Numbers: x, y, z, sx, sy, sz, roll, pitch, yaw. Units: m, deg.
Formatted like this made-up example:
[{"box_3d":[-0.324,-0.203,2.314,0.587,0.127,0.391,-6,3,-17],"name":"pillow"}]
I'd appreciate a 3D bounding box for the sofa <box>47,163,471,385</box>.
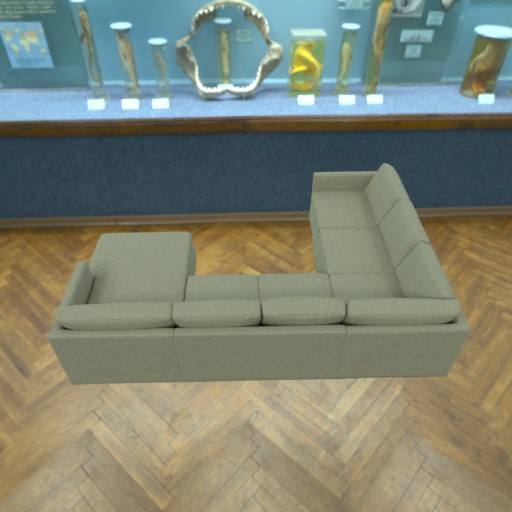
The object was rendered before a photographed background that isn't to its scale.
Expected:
[{"box_3d":[0.000,0.000,4.618,3.460,0.882,2.427,-1,43,-1],"name":"sofa"}]
